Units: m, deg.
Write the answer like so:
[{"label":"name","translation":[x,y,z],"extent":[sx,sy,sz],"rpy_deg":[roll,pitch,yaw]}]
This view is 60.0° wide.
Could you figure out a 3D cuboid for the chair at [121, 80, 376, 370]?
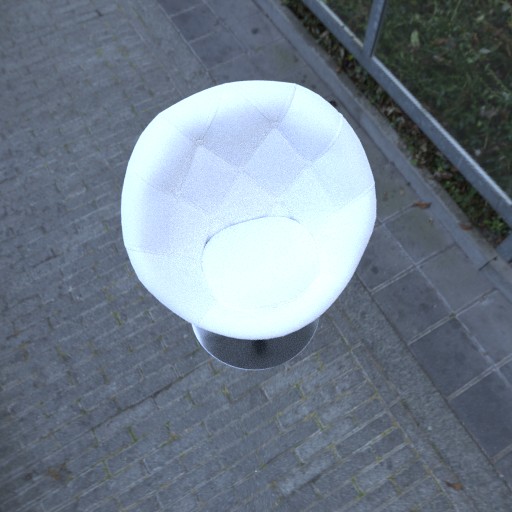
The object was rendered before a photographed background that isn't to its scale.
[{"label":"chair","translation":[0.000,0.000,1.870],"extent":[0.940,1.261,0.736],"rpy_deg":[-15,65,-7]}]
